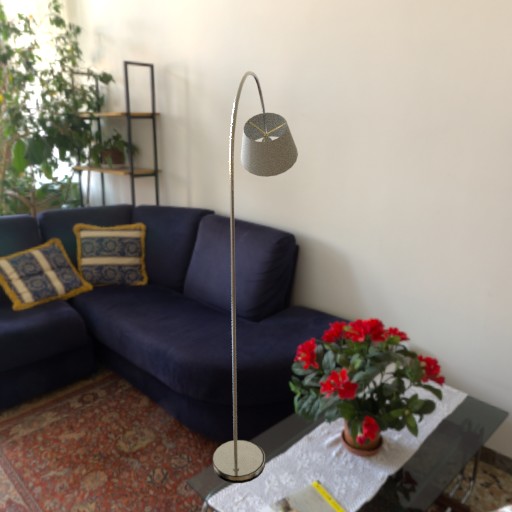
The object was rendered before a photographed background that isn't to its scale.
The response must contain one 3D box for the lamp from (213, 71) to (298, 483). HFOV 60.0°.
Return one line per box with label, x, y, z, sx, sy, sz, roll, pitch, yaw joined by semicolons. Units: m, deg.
lamp;0.000;0.000;2.745;0.406;2.098;1.445;3;16;9
